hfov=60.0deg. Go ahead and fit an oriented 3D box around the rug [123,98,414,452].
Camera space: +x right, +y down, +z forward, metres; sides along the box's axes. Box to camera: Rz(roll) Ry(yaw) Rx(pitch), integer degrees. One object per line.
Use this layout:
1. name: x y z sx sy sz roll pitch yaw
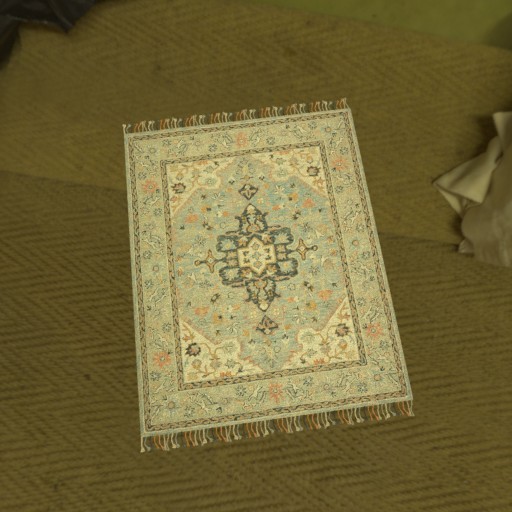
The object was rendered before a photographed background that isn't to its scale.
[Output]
1. rug: 0.000 0.000 3.489 1.971 0.010 2.651 -7 74 -2
